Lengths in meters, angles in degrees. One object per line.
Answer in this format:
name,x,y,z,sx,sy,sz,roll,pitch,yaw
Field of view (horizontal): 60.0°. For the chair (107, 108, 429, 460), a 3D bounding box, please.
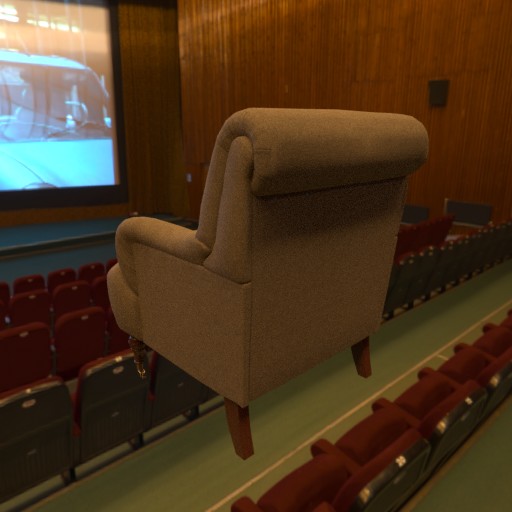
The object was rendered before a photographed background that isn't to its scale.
chair,0.000,0.000,1.530,0.766,0.942,0.843,-15,22,-42
